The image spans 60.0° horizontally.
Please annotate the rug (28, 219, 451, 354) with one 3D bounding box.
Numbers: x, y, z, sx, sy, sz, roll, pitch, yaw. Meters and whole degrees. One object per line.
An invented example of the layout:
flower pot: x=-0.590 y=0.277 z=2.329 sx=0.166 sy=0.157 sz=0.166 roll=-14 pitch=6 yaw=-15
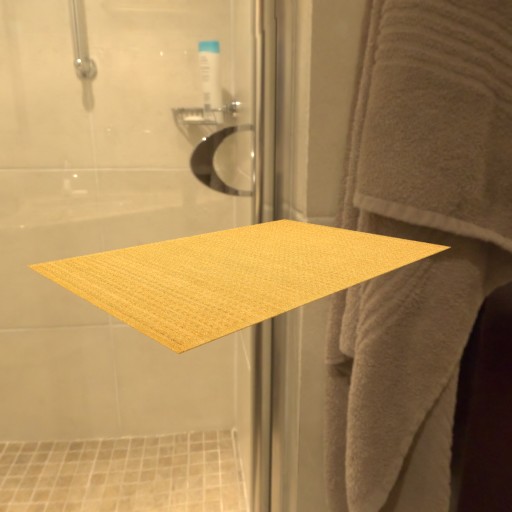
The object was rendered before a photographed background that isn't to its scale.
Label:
rug: x=0.000 y=0.000 z=3.642 sx=2.895 sy=0.006 sz=1.981 roll=-14 pitch=20 yaw=-42
